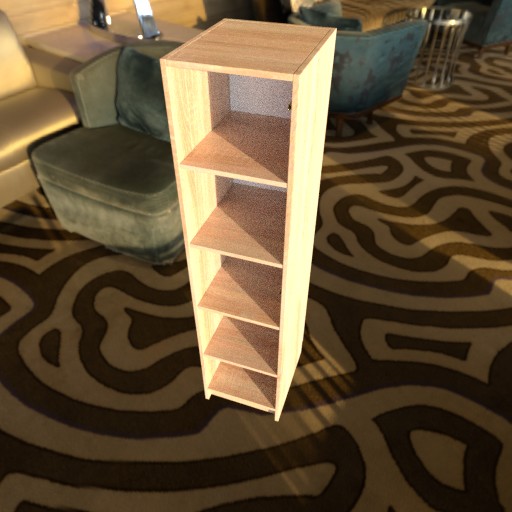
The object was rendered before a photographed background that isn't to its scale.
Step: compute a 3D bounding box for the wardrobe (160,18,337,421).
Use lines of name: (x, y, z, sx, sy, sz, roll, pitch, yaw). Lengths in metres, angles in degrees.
wardrobe: (0.000, 0.000, 2.352, 0.496, 2.117, 0.588, 13, 42, 14)
